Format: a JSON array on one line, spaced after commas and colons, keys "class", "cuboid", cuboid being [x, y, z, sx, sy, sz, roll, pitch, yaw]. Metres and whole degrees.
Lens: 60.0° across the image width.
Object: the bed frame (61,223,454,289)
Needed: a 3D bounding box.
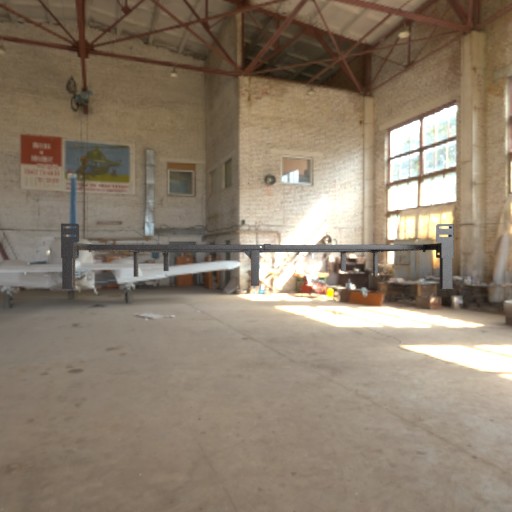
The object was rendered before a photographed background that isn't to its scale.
[{"class": "bed frame", "cuboid": [0.000, 0.000, 2.675, 1.498, 0.248, 1.990, 0, 0, -1]}]
